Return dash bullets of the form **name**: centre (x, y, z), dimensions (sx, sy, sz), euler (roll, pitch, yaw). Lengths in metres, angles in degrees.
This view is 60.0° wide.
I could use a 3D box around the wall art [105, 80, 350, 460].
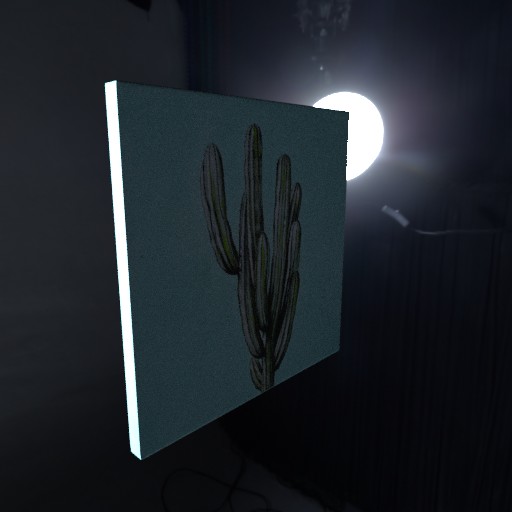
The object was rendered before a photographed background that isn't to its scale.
- **wall art**: centre (0.000, 0.000, 1.609), dimensions (0.070, 1.073, 1.071), euler (12, 17, 42)
